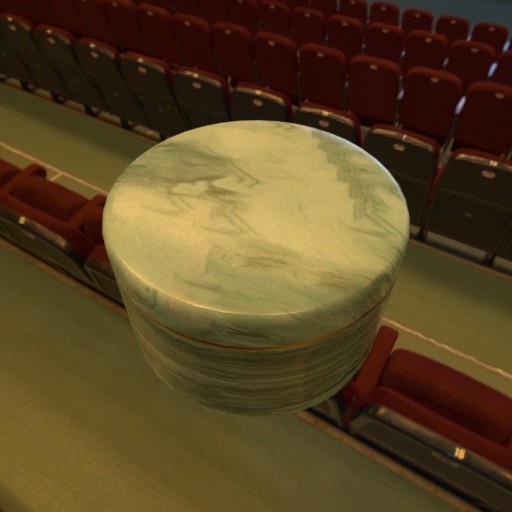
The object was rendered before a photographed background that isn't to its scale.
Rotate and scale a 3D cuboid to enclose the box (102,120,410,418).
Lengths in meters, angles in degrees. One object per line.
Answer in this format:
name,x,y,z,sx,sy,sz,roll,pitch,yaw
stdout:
box,0.000,0.000,0.168,0.101,0.063,0.101,0,46,0
